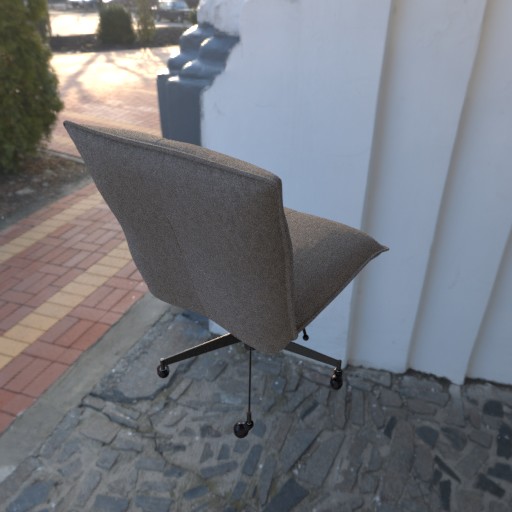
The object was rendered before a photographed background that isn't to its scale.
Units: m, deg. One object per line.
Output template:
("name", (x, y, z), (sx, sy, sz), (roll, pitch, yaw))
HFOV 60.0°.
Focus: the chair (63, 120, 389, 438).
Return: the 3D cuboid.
("chair", (0.000, 0.000, 1.274), (0.597, 0.811, 0.696), (21, 37, 32))
